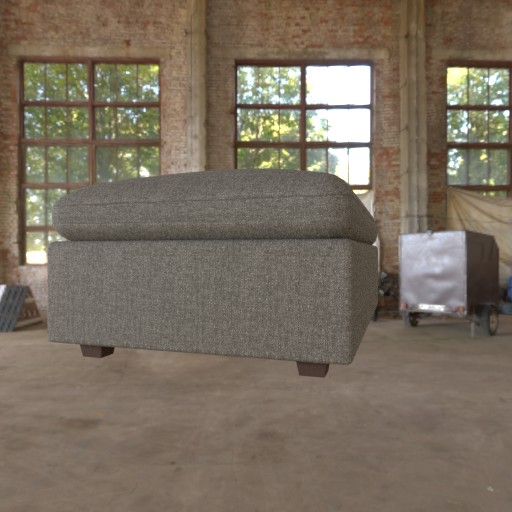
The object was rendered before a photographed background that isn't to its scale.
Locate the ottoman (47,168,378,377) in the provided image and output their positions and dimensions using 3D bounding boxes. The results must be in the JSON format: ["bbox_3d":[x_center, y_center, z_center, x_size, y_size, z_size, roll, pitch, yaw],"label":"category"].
[{"bbox_3d":[0.000,0.000,1.421,0.711,0.483,1.041,0,1,18],"label":"ottoman"}]
